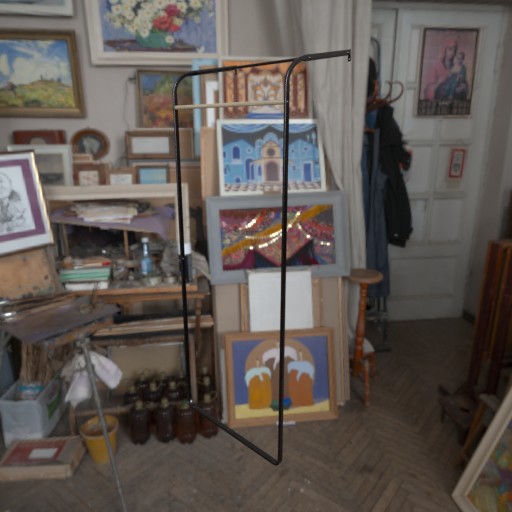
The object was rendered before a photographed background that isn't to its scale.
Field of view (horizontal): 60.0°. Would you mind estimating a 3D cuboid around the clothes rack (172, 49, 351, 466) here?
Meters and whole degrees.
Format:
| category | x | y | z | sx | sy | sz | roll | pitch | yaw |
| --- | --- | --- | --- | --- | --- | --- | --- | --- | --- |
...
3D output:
| category | x | y | z | sx | sy | sz | roll | pitch | yaw |
| --- | --- | --- | --- | --- | --- | --- | --- | --- | --- |
| clothes rack | 0.000 | 0.000 | 1.871 | 0.609 | 1.574 | 0.349 | 15 | 22 | 43 |
